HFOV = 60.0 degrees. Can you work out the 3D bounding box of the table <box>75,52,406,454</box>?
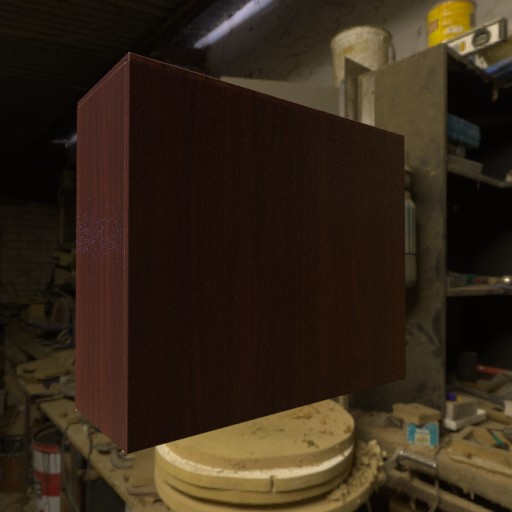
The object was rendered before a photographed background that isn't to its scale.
[{"bbox_3d":[0.000,0.000,1.302,0.930,0.790,0.380,1,-1,-38],"label":"table"}]
